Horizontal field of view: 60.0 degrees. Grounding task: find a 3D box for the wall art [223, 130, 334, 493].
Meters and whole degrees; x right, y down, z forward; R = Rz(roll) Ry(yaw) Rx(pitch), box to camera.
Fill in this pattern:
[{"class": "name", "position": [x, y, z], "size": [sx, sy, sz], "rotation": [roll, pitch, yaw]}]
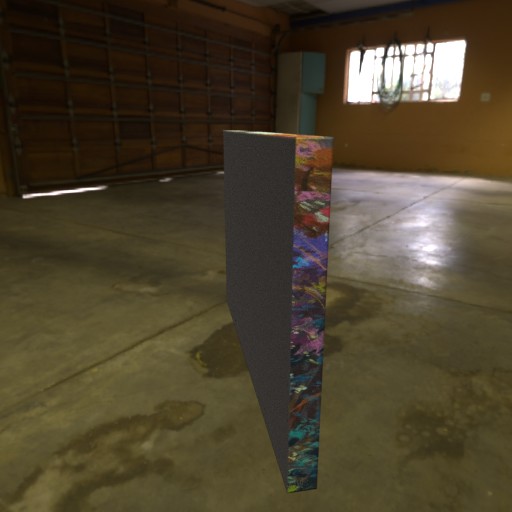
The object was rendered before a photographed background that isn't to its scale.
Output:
[{"class": "wall art", "position": [0.000, 0.000, 0.757], "size": [0.037, 0.406, 0.610], "rotation": [-3, 17, -10]}]
